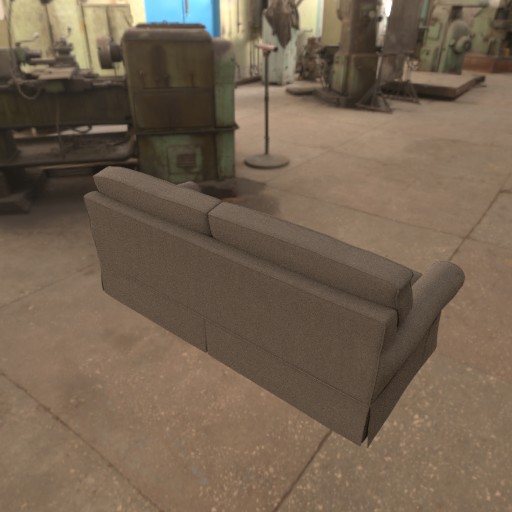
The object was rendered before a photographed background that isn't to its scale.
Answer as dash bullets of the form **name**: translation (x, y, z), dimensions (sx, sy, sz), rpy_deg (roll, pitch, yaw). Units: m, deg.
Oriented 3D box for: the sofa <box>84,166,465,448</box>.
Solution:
- **sofa**: translation (0.000, 0.000, 2.787), dimensions (2.248, 0.943, 0.991), rpy_deg (22, 36, 33)
